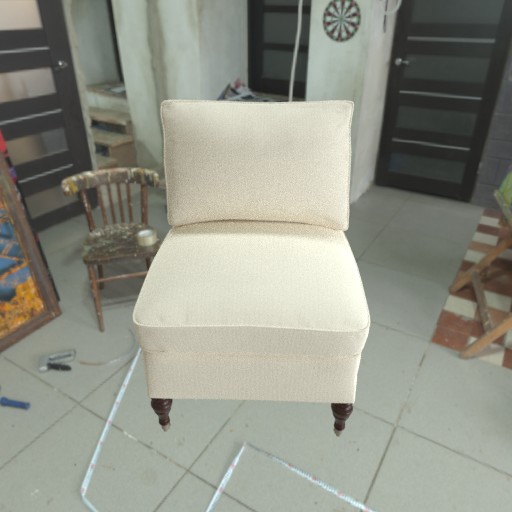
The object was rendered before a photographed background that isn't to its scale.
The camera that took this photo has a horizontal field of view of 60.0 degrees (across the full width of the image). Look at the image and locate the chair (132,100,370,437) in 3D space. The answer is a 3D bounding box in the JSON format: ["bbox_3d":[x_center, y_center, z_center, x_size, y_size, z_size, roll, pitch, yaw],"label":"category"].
[{"bbox_3d":[0.000,0.000,1.428,0.630,0.887,0.781,1,30,2],"label":"chair"}]
